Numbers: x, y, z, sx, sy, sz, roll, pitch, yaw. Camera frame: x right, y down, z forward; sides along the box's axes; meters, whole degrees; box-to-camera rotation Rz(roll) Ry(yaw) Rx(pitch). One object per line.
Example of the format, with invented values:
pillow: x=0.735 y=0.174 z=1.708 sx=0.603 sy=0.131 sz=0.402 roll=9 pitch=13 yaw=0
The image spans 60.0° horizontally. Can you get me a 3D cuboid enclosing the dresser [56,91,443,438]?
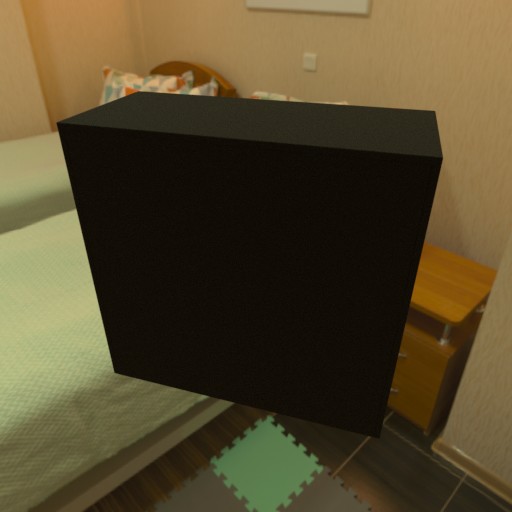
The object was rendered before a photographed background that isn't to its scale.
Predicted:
dresser: x=0.000 y=0.000 z=1.152 sx=0.750 sy=0.720 sz=0.360 roll=9 pitch=33 yaw=14
